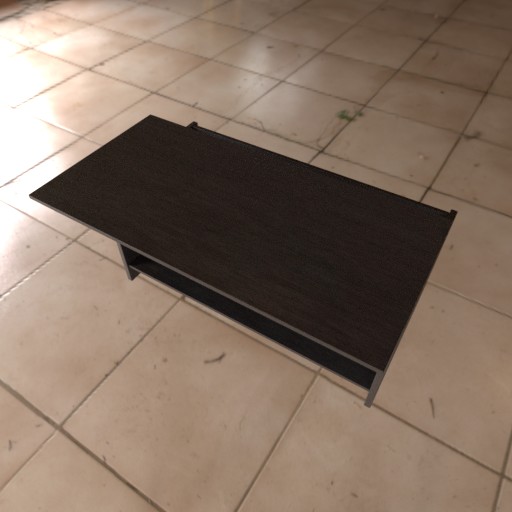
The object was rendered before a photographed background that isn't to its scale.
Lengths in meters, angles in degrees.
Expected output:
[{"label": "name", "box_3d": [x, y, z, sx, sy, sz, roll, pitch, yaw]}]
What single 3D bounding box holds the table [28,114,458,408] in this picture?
[{"label": "table", "box_3d": [0.000, 0.000, 1.426, 1.000, 0.570, 0.712, 24, 51, 21]}]
